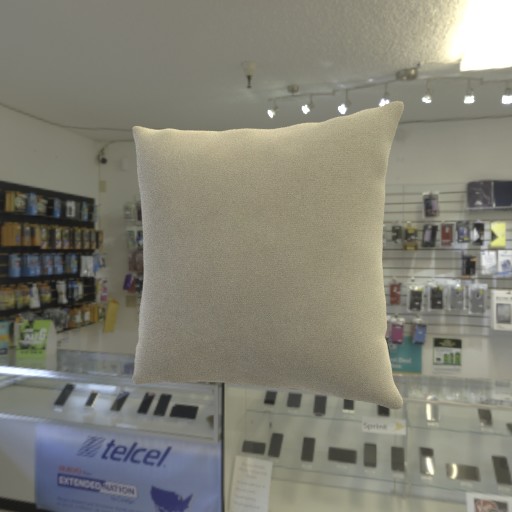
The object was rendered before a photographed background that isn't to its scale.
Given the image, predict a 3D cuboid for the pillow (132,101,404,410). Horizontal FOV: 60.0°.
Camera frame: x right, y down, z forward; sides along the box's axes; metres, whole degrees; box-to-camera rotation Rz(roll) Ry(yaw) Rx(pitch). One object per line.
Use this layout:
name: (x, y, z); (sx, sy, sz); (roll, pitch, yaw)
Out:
pillow: (0.000, 0.000, 0.684); (0.433, 0.434, 0.196); (0, 1, 17)
